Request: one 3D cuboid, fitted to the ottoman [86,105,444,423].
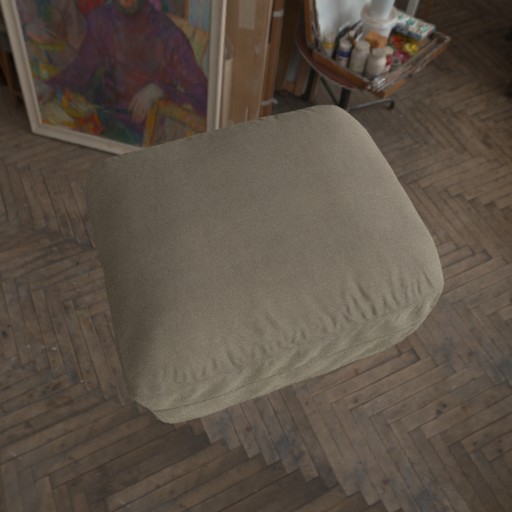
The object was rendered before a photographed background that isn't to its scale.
[{"bbox_3d":[0.000,0.000,1.083,0.712,0.480,0.584,-17,63,-9],"label":"ottoman"}]
